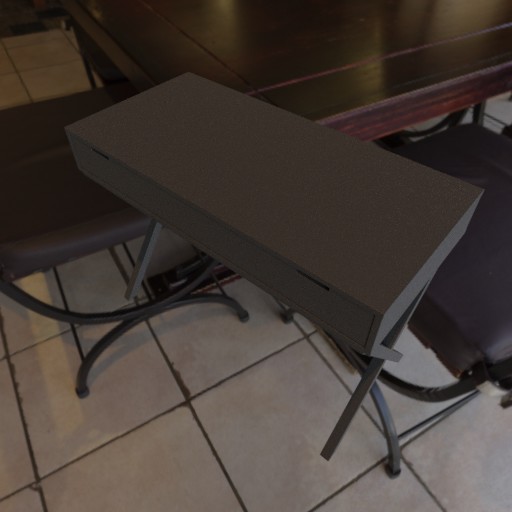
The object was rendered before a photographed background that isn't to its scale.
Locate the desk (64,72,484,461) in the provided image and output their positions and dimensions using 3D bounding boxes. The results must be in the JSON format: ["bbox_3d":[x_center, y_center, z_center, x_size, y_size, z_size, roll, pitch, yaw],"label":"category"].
[{"bbox_3d":[0.000,0.000,1.481,1.057,0.780,0.504,31,53,27],"label":"desk"}]
